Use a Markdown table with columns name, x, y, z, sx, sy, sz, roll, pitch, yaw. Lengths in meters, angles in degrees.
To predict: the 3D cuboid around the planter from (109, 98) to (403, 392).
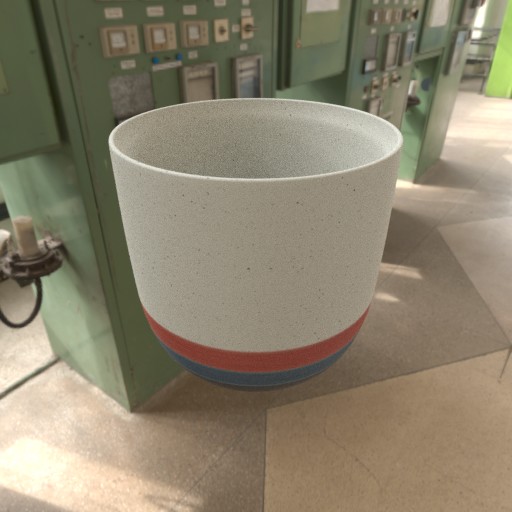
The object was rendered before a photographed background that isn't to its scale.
| name | x | y | z | sx | sy | sz | roll | pitch | yaw |
| --- | --- | --- | --- | --- | --- | --- | --- | --- | --- |
| planter | 0.000 | 0.000 | 0.372 | 0.204 | 0.214 | 0.204 | 0 | 31 | 0 |
